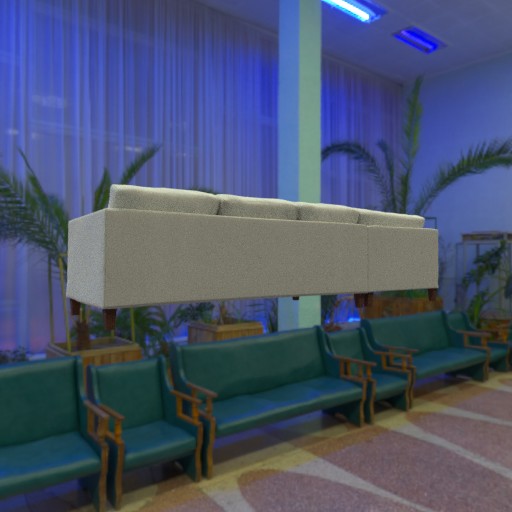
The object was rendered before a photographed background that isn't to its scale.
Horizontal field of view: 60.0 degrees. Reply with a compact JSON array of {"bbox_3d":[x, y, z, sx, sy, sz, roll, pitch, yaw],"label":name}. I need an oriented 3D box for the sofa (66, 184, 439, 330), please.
[{"bbox_3d":[0.000,0.000,4.014,3.186,0.861,1.625,0,-1,-35],"label":"sofa"}]
